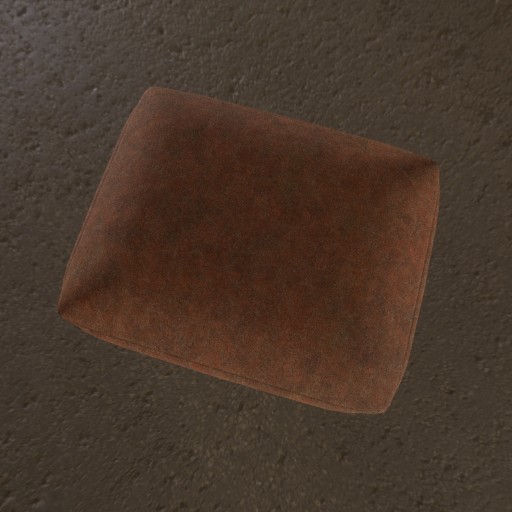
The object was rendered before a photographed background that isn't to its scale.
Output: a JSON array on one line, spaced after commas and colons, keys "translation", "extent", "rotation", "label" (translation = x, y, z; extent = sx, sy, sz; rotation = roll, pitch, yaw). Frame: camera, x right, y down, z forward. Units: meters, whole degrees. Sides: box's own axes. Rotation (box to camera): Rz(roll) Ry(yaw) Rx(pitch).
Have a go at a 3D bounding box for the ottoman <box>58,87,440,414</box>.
[{"translation": [0.000, 0.000, 1.164], "extent": [0.787, 0.508, 0.635], "rotation": [16, 76, 4], "label": "ottoman"}]
